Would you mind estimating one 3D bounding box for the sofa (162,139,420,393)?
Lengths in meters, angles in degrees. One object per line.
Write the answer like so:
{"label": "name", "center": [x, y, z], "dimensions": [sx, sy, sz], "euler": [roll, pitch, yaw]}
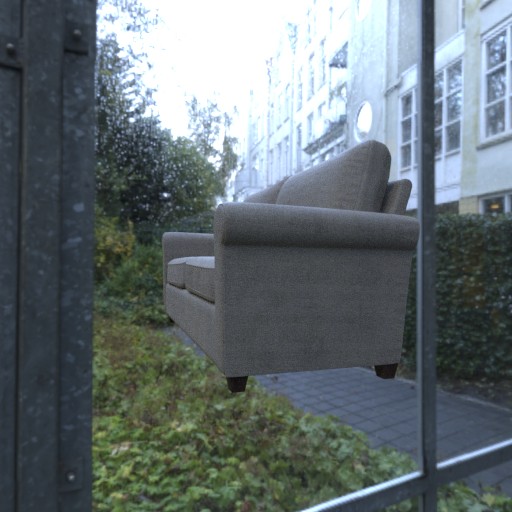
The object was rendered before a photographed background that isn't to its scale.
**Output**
{"label": "sofa", "center": [0.000, 0.000, 2.467], "dimensions": [0.842, 0.942, 1.935], "euler": [0, 0, -18]}
